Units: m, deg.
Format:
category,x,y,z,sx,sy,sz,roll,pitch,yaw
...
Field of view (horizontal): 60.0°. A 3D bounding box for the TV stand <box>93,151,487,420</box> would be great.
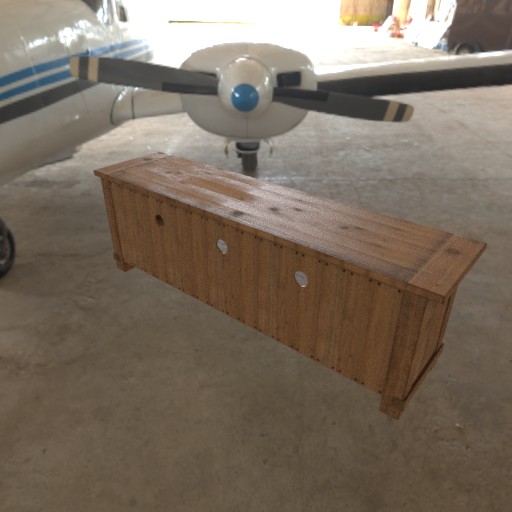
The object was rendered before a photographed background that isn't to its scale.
category,x,y,z,sx,sy,sz,roll,pitch,yaw
TV stand,0.000,0.000,2.087,1.804,0.573,0.453,22,36,33
